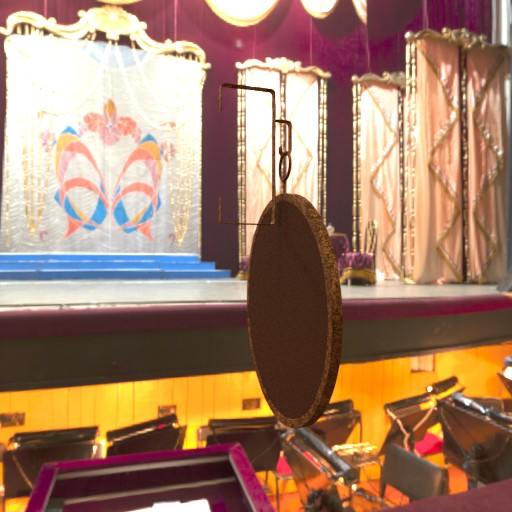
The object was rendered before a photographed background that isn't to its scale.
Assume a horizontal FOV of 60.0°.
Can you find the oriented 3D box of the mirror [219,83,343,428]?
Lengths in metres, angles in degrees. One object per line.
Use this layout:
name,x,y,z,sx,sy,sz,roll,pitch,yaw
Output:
mirror,0.000,0.000,0.860,0.144,0.651,0.447,0,0,-18
